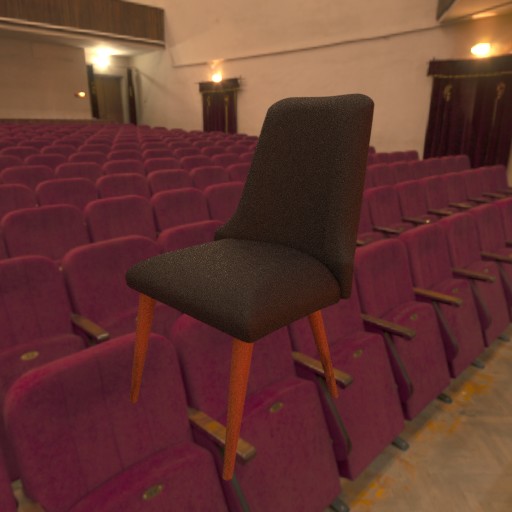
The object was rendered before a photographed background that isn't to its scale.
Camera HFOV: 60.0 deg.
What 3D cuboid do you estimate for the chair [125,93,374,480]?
[{"bbox_3d":[0.000,0.000,1.167,0.504,0.820,0.567,16,22,43],"label":"chair"}]
